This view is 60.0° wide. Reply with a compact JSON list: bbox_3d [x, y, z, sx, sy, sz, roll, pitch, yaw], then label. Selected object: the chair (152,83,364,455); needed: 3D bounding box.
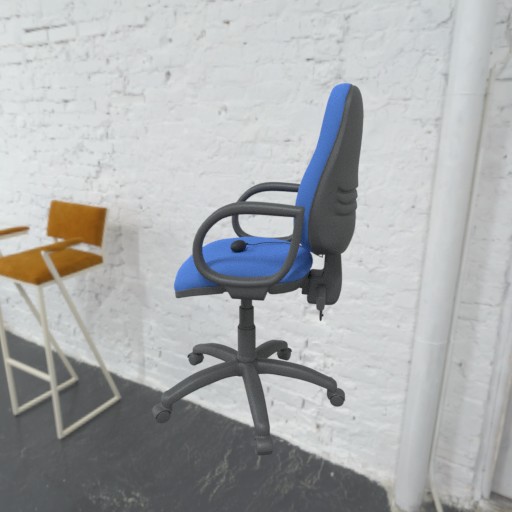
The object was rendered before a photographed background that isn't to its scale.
[{"bbox_3d":[0.000,0.000,1.259,0.549,0.905,0.552,3,16,9],"label":"chair"}]
